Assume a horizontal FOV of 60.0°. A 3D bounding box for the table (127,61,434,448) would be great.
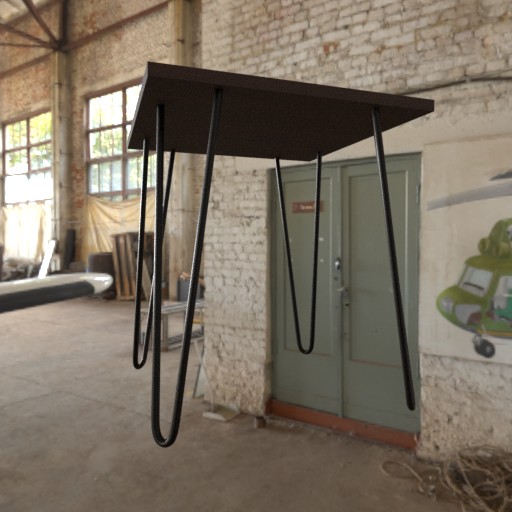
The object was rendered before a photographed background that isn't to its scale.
[{"bbox_3d":[0.000,0.000,0.941,0.495,0.559,0.495,0,1,-19],"label":"table"}]
